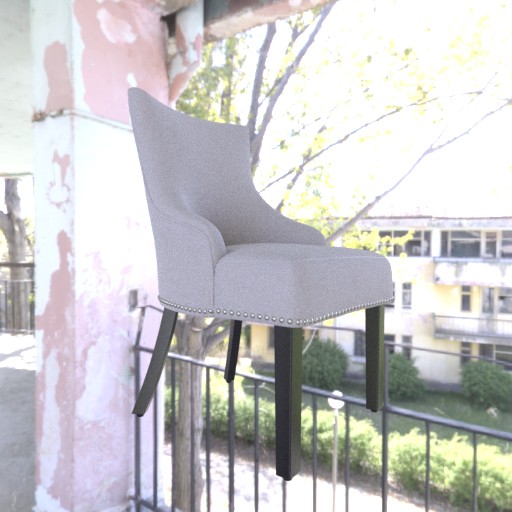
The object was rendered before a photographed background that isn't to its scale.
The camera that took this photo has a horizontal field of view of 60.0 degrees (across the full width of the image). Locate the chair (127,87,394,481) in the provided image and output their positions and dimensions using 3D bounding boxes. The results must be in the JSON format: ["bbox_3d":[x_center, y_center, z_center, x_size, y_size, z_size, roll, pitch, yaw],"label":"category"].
[{"bbox_3d":[0.000,0.000,1.251,0.629,0.909,0.566,1,1,37],"label":"chair"}]
